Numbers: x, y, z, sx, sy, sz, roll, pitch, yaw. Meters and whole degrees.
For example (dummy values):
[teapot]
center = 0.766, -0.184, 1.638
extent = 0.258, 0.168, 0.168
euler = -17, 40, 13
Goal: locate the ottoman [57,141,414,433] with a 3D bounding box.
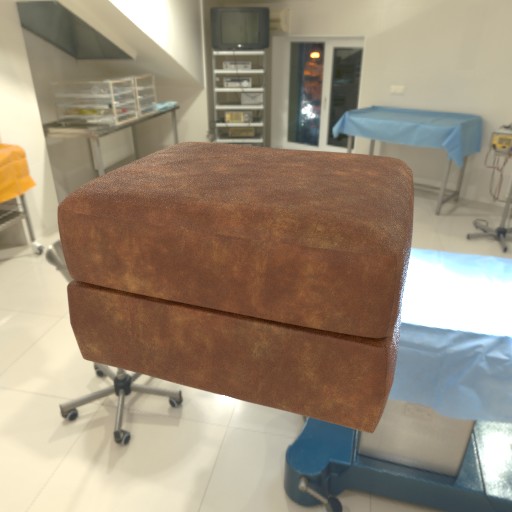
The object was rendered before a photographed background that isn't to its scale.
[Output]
[ottoman]
center = 0.000, 0.000, 1.144
extent = 0.751, 0.476, 0.603
euler = 9, 28, 17
